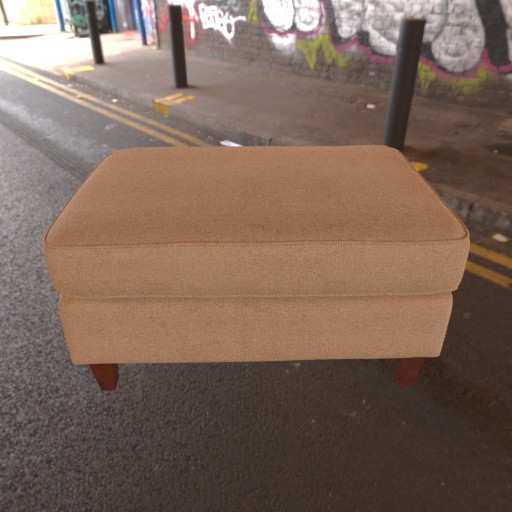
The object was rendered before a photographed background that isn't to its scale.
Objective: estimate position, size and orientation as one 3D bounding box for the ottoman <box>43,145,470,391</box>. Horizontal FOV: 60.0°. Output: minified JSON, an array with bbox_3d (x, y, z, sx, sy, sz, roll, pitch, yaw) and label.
[{"bbox_3d":[0.000,0.000,1.190,0.862,0.484,0.583,-1,32,-1],"label":"ottoman"}]
